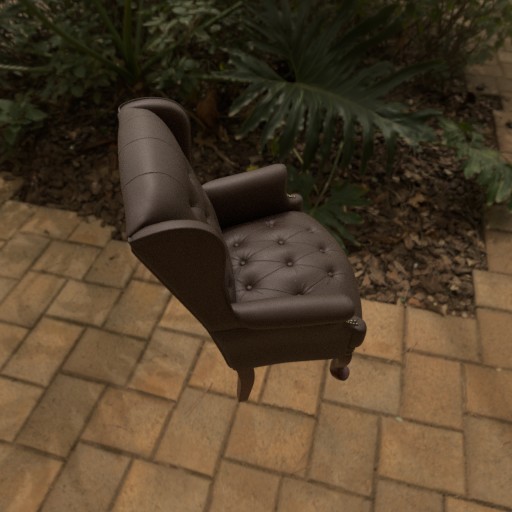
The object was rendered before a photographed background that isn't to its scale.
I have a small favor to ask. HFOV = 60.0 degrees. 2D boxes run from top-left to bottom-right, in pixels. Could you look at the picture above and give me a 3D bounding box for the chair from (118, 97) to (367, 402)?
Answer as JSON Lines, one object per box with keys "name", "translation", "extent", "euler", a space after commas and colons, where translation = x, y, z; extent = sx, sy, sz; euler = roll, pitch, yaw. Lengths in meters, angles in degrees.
{"name": "chair", "translation": [0.000, 0.000, 1.714], "extent": [0.819, 1.132, 0.829], "euler": [-10, 48, -9]}
